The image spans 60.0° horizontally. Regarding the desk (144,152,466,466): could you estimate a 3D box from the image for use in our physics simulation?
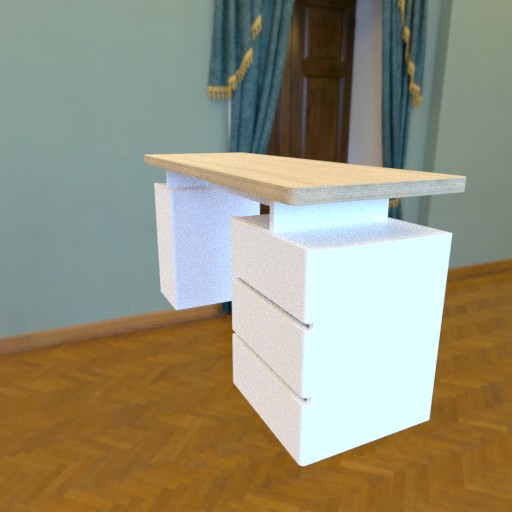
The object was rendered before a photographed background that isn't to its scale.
[{"bbox_3d":[0.000,0.000,1.822,0.550,0.755,1.500,-8,17,-25],"label":"desk"}]
